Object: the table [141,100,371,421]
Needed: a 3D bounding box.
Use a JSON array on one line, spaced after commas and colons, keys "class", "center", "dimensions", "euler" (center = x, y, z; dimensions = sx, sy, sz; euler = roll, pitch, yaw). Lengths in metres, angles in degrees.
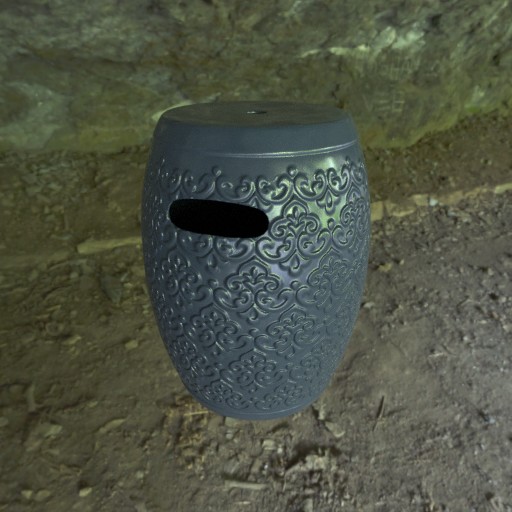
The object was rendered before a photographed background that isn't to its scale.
[{"class": "table", "center": [0.000, 0.000, 0.630], "dimensions": [0.309, 0.397, 0.309], "euler": [0, 26, 0]}]
